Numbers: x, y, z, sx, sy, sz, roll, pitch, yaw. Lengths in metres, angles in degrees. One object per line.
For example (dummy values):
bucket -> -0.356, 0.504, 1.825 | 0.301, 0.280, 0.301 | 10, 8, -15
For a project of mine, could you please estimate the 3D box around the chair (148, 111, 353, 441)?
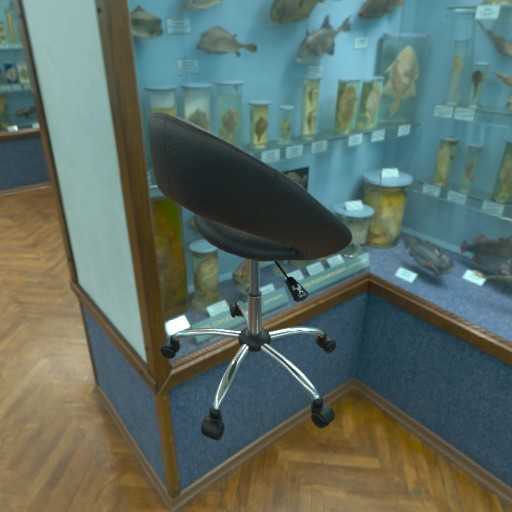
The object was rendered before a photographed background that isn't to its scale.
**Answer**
chair -> 0.000, 0.000, 1.205 | 0.538, 0.791, 0.612 | -18, 32, -31
